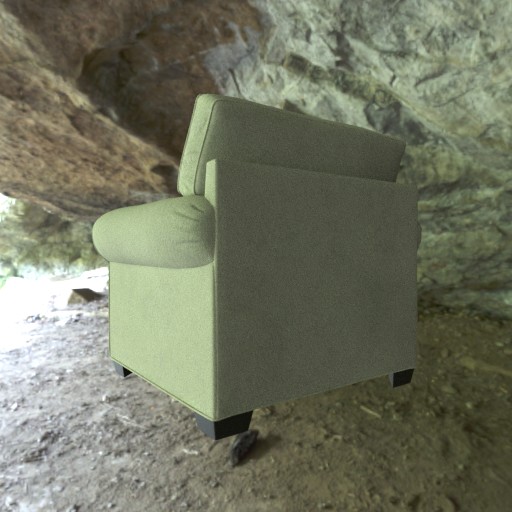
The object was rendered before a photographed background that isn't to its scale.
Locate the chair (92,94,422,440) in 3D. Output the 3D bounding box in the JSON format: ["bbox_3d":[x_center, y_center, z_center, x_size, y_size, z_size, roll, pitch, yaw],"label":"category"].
[{"bbox_3d":[0.000,0.000,1.901,1.147,1.044,0.939,-1,1,-36],"label":"chair"}]
